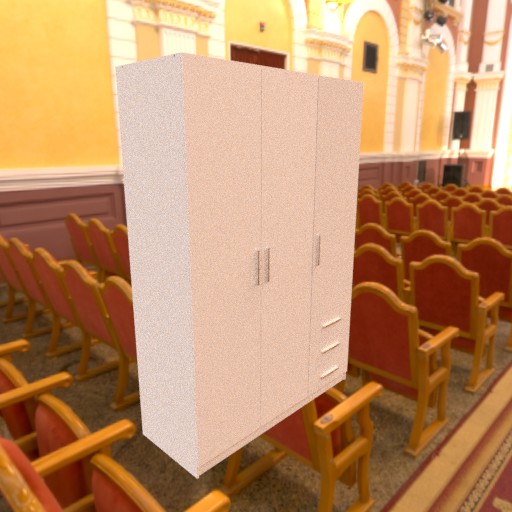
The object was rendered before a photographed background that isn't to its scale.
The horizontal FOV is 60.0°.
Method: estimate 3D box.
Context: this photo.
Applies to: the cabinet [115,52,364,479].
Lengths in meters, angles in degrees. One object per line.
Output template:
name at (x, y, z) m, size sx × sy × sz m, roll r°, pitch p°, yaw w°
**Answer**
cabinet at (0.000, 0.000, 2.511) m, size 0.510 × 1.910 × 1.290 m, roll 14°, pitch 20°, yaw 42°
